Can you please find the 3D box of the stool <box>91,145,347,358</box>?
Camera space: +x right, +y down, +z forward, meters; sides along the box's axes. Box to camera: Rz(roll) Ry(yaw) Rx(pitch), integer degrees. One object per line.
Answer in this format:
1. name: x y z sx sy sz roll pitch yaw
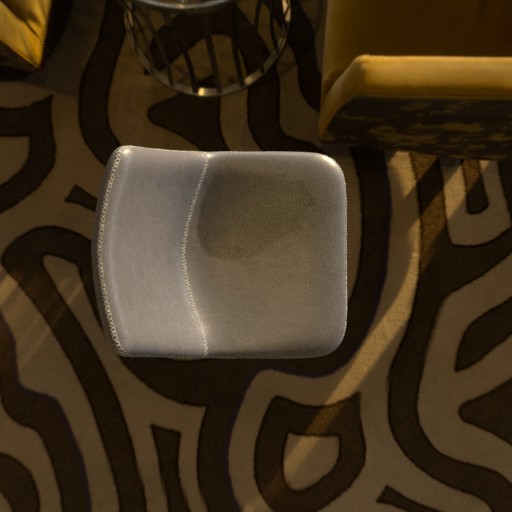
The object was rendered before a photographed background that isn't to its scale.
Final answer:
1. stool: 0.000 0.000 1.154 0.546 0.876 0.470 0 89 0
